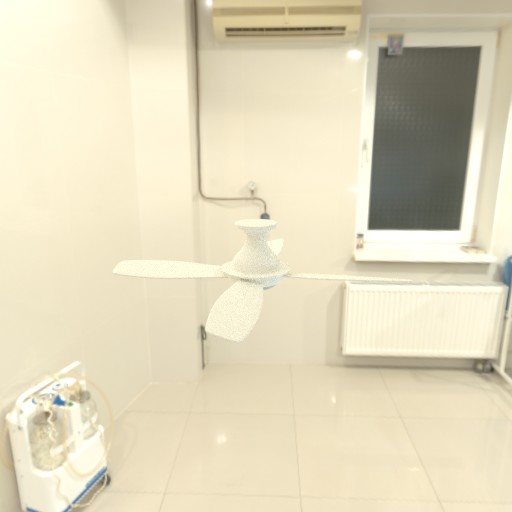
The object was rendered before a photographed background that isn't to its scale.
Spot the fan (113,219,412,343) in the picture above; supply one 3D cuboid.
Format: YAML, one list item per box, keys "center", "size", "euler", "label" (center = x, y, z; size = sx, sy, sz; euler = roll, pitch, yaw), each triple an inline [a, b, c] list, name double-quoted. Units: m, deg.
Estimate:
- center: [0.000, 0.000, 2.490]
  size: [1.693, 0.382, 1.694]
  euler: [2, 15, 9]
  label: "fan"
